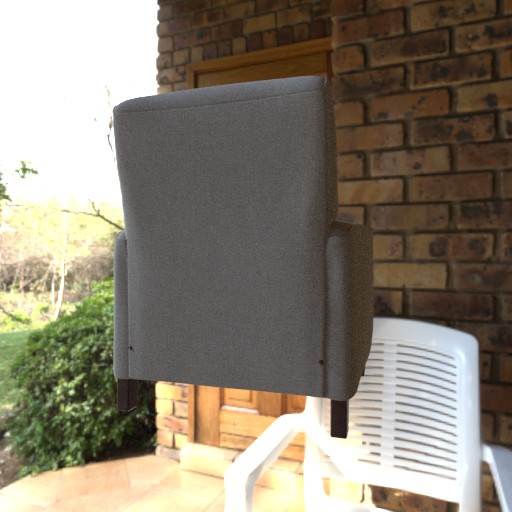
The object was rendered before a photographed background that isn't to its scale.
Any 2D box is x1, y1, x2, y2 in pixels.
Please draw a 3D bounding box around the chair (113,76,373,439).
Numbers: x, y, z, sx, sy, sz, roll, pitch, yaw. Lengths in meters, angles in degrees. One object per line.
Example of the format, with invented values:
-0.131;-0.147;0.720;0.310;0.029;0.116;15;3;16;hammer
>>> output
0.000;0.000;1.676;0.845;1.023;0.859;0;0;18;chair
